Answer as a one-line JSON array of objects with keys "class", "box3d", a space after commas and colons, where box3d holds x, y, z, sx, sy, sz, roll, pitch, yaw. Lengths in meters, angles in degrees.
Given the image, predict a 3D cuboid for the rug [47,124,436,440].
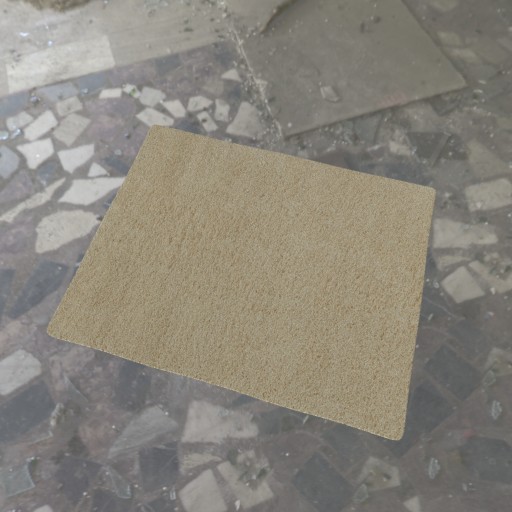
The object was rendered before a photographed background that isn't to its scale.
[{"class": "rug", "box3d": [0.000, 0.000, 4.042, 3.001, 0.025, 2.401, 15, 65, 7]}]
